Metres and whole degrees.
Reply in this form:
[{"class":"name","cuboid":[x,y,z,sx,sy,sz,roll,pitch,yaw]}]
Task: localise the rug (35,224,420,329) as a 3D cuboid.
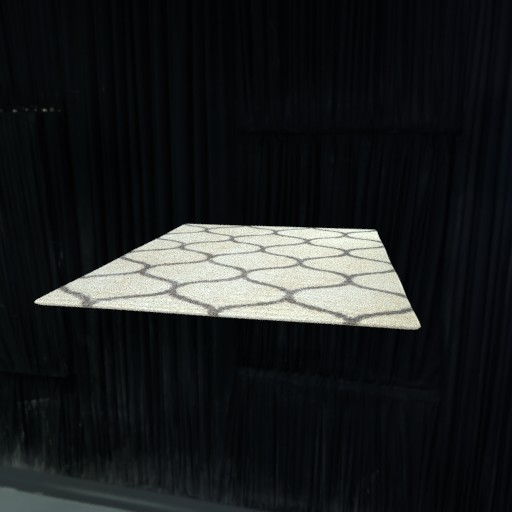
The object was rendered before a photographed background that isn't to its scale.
[{"class":"rug","cuboid":[0.000,0.000,4.090,2.399,0.026,3.000,2,14,10]}]
